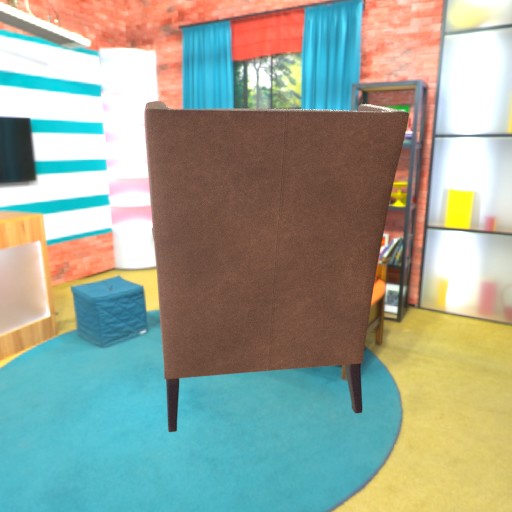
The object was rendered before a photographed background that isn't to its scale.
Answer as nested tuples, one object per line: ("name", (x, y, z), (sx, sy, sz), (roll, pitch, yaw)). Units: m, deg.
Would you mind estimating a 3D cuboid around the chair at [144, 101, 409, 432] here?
("chair", (0.000, 0.000, 1.706), (0.815, 1.088, 0.913), (-2, 14, -9))
